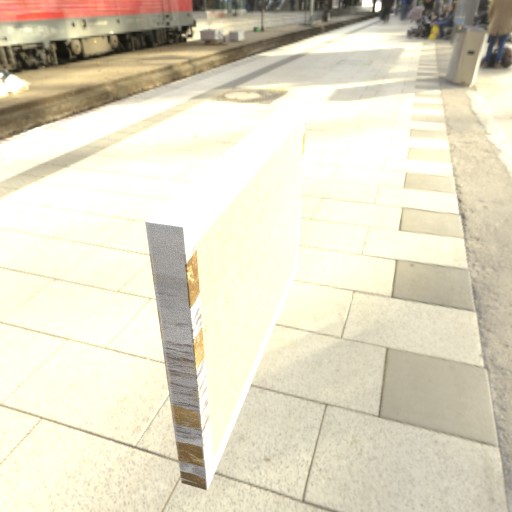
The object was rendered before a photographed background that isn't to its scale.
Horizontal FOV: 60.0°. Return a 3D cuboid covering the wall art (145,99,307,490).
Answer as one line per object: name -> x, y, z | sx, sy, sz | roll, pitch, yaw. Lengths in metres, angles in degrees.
wall art -> 0.000, 0.000, 0.767 | 0.041, 0.407, 0.606 | 8, 31, 14
